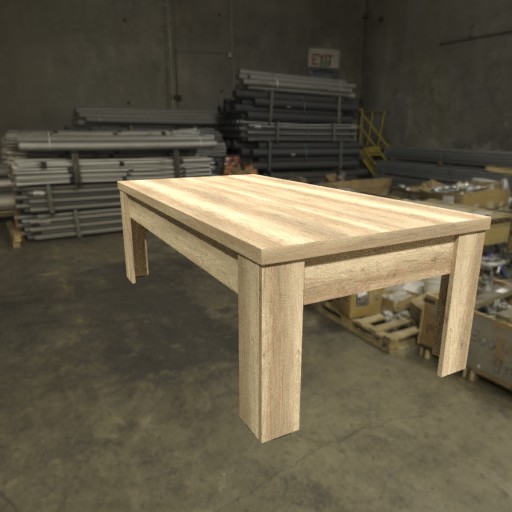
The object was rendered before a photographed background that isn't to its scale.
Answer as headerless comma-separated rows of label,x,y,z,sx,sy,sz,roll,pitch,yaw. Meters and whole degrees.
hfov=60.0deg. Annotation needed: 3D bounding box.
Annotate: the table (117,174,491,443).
table,0.000,0.000,1.656,0.700,0.460,1.350,-8,18,-27
